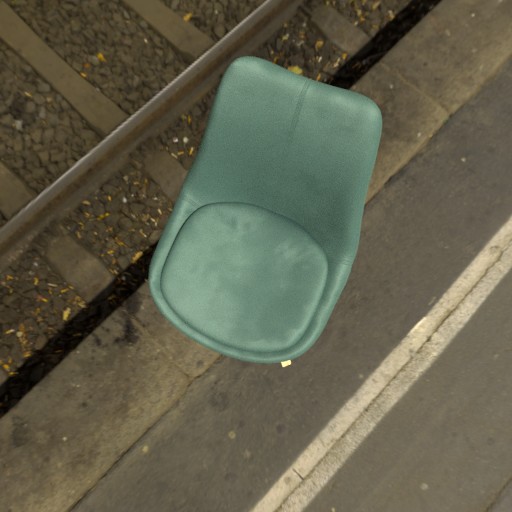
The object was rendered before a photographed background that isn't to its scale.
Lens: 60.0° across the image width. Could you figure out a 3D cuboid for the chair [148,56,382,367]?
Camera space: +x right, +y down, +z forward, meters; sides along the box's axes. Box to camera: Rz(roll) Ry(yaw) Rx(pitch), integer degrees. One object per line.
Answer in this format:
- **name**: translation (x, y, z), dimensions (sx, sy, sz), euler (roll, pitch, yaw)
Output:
- **chair**: translation (0.000, 0.000, 1.200), dimensions (0.483, 0.865, 0.547), euler (22, 77, 6)
